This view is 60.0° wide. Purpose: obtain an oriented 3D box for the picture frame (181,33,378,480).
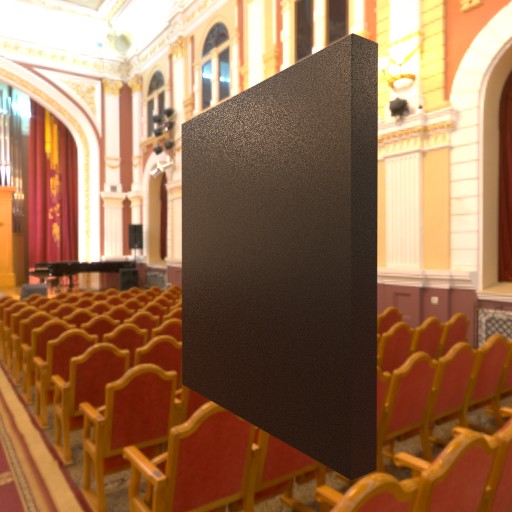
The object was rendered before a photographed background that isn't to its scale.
[{"bbox_3d":[0.000,0.000,0.518,0.034,0.378,0.328,-1,1,-35],"label":"picture frame"}]
